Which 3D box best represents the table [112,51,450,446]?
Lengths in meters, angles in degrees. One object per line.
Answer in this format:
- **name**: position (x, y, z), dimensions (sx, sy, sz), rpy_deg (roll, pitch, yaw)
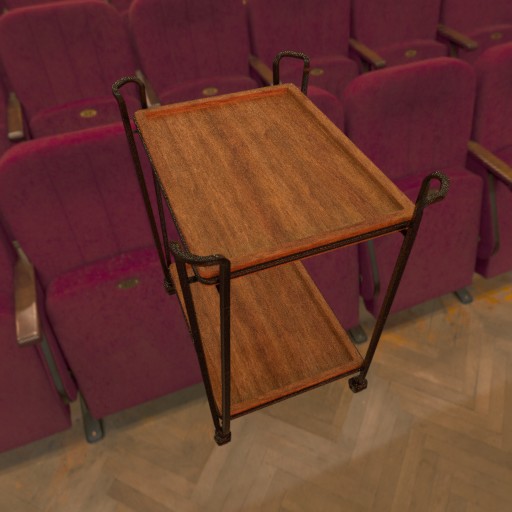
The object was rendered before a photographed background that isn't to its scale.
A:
- **table**: position (0.000, 0.000, 1.195), dimensions (0.505, 0.785, 0.672), rpy_deg (-16, 48, -15)
